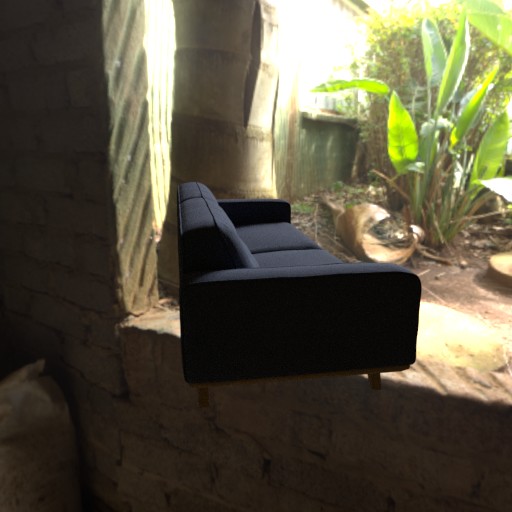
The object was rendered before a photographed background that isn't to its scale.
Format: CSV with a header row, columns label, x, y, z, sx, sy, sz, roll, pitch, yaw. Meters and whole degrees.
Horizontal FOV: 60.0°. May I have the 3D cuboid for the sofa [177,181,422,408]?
label,x,y,z,sx,sy,sz,roll,pitch,yaw
sofa,0.000,0.000,2.759,0.953,0.782,2.270,-3,15,-10
